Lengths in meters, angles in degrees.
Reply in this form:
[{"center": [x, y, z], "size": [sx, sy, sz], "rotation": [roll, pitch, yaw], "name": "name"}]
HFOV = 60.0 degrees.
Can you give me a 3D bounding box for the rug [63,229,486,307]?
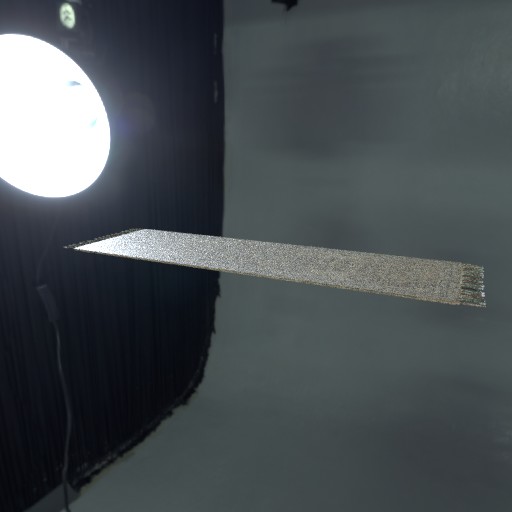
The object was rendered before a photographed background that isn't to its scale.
[{"center": [0.000, 0.000, 2.884], "size": [2.664, 0.011, 0.762], "rotation": [7, 16, 25], "name": "rug"}]
